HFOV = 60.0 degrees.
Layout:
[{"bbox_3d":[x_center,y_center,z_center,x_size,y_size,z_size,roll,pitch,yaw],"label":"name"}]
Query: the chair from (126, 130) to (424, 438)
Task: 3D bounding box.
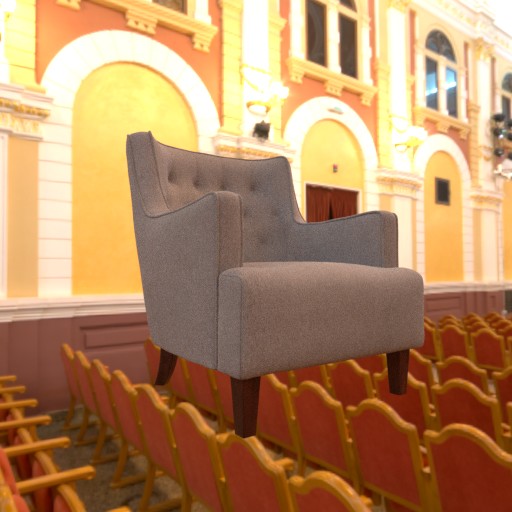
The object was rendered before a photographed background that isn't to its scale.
[{"bbox_3d":[0.000,0.000,1.602,0.781,0.919,0.910,1,-2,-36],"label":"chair"}]
